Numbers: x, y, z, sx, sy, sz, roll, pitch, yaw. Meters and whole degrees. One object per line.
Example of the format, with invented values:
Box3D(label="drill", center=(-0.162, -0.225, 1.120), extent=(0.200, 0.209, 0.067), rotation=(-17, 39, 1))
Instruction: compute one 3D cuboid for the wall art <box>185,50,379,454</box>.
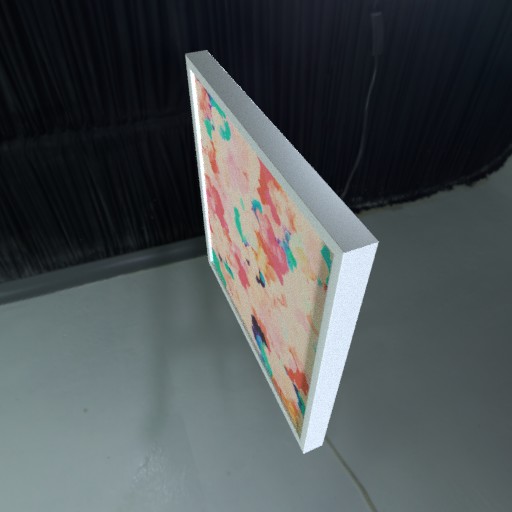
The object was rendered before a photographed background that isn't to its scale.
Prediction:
Box3D(label="wall art", center=(0.000, 0.000, 0.764), extent=(0.038, 0.505, 0.506), rotation=(-17, 48, -16))
